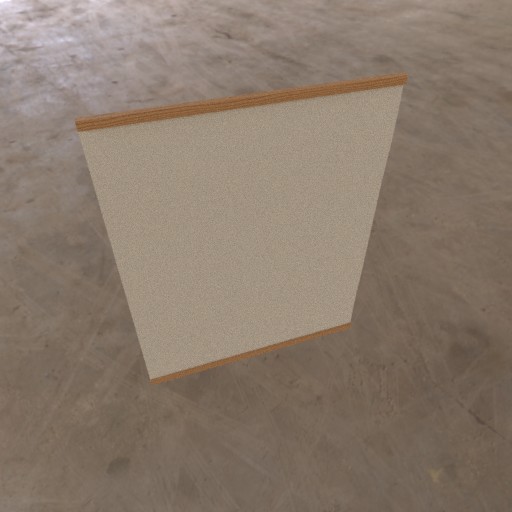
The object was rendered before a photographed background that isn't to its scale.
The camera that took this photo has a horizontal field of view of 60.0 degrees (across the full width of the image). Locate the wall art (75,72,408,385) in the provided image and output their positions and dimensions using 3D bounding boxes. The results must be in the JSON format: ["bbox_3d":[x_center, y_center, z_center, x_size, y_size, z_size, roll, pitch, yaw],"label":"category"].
[{"bbox_3d":[0.000,0.000,0.686,0.404,0.507,0.010,-13,44,-14],"label":"wall art"}]
